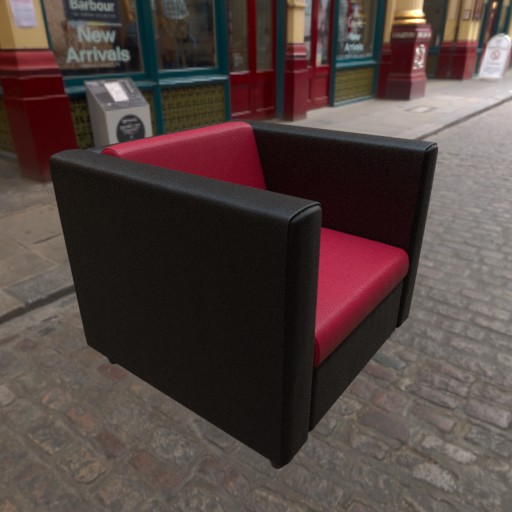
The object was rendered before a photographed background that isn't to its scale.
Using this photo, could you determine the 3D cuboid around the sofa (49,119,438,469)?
[{"bbox_3d":[0.000,0.000,1.428,0.809,0.724,0.839,18,31,33],"label":"sofa"}]
